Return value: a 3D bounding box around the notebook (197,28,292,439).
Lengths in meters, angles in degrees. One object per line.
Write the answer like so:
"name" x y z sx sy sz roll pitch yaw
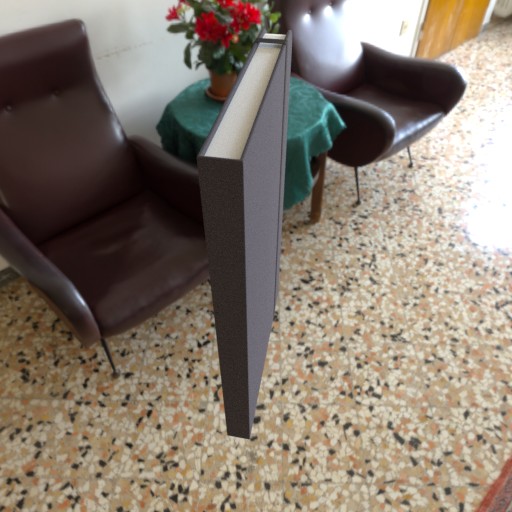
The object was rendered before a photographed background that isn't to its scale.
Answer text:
"notebook" 0.000 0.000 0.259 0.016 0.213 0.127 7 46 7
